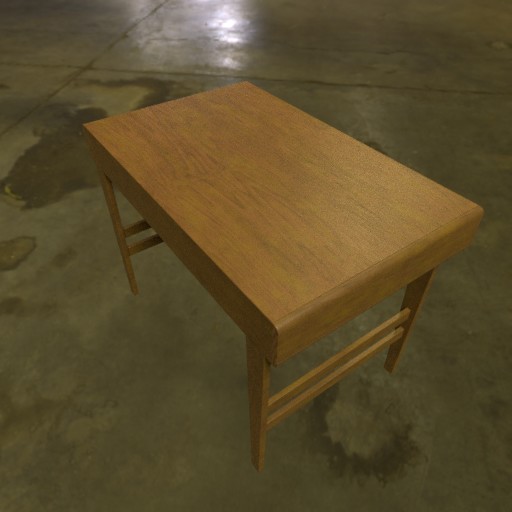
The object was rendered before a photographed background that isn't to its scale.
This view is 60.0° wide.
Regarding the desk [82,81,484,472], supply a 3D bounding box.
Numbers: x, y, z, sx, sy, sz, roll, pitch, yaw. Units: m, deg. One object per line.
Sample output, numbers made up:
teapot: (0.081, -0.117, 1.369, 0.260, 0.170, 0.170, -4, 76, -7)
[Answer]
desk: (0.000, 0.000, 1.542, 0.660, 0.754, 1.066, -26, 48, -26)
